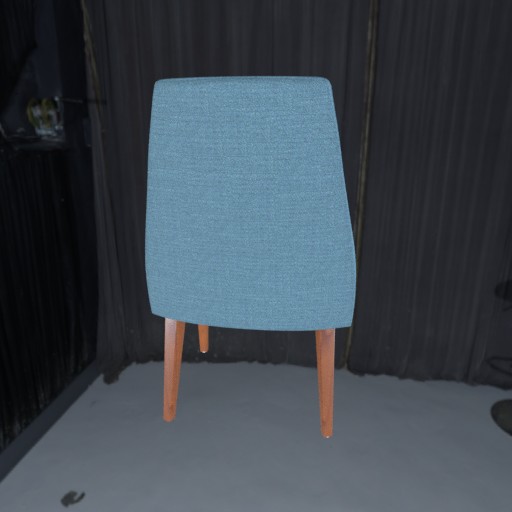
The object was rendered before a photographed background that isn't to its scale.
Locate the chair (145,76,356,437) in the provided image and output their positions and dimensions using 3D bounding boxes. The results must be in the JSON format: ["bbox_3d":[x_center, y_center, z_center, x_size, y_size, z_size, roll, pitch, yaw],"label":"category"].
[{"bbox_3d":[0.000,0.000,1.202,0.529,0.861,0.544,3,17,8],"label":"chair"}]
